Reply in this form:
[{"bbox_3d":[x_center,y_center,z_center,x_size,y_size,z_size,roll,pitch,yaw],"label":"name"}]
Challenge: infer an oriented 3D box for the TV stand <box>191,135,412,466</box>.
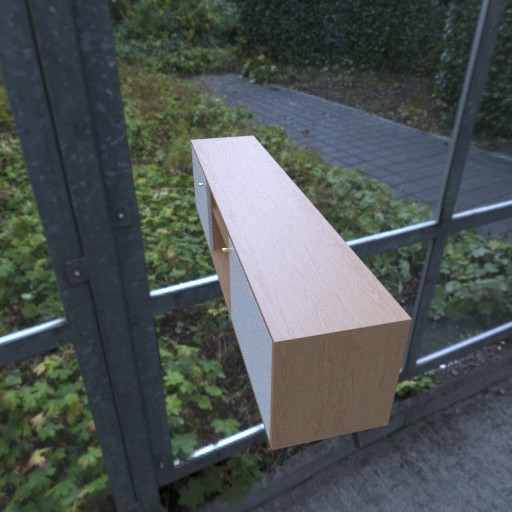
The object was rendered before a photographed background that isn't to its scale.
[{"bbox_3d":[0.000,0.000,1.989,0.400,0.580,1.760,-7,31,-12],"label":"TV stand"}]
